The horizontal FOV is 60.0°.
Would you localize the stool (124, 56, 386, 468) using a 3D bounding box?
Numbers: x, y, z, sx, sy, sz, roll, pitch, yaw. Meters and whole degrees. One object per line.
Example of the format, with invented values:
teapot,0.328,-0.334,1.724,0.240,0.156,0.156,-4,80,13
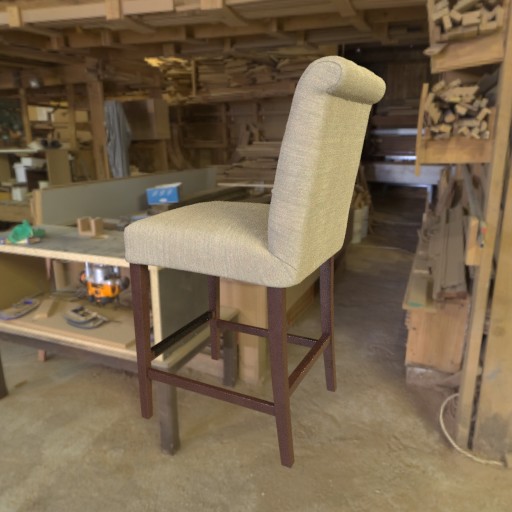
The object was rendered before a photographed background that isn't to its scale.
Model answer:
stool,0.000,0.000,1.405,0.660,1.084,0.486,8,17,25
